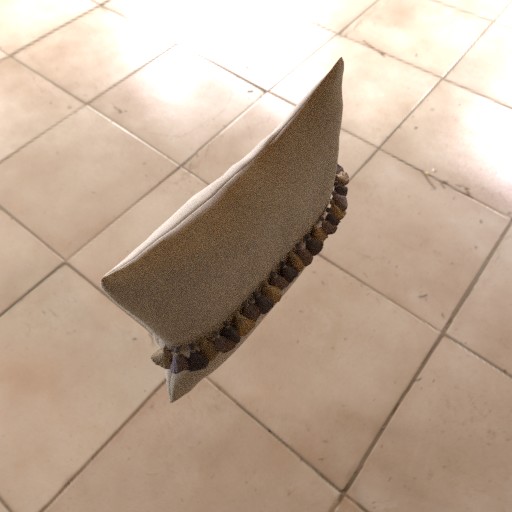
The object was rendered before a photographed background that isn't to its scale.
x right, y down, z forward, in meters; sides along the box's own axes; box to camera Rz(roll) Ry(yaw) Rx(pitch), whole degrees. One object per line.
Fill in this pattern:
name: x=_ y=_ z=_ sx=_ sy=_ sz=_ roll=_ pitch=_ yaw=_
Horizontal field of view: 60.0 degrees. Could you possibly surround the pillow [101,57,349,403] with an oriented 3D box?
pillow: x=0.000 y=0.000 z=0.740 sx=0.165 sy=0.481 sz=0.489 roll=33 pitch=64 yaw=19
